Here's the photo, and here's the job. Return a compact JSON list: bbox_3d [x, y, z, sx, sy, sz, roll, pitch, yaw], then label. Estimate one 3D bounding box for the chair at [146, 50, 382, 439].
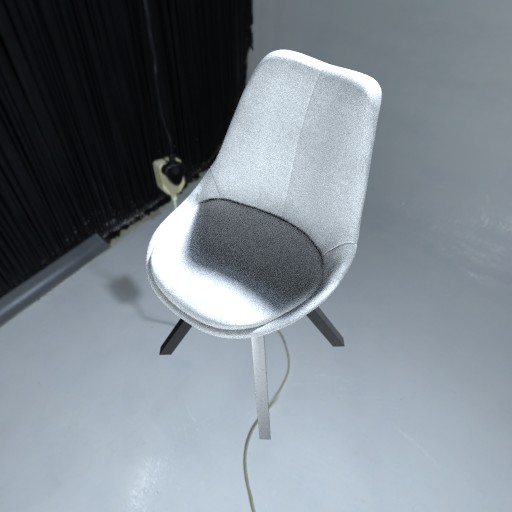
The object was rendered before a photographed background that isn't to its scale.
[{"bbox_3d":[0.000,0.000,1.166,0.485,0.850,0.550,31,54,25],"label":"chair"}]
